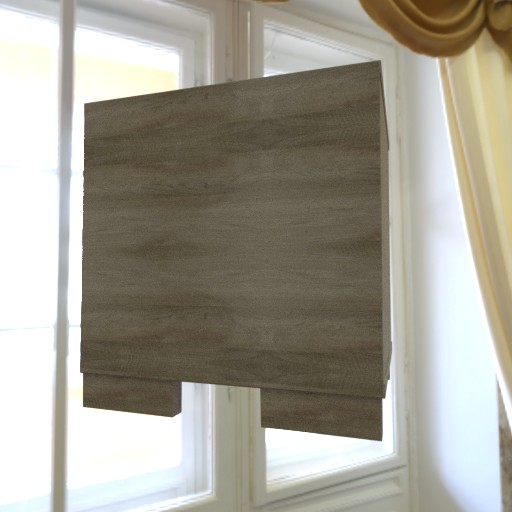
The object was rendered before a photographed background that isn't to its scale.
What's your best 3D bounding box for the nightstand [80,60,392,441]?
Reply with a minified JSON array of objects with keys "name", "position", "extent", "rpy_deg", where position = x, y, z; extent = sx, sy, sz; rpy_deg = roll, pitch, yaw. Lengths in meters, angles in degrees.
[{"name":"nightstand","position":[0.000,0.000,0.746],"extent":[0.427,0.448,0.347],"rpy_deg":[-1,-3,18]}]
